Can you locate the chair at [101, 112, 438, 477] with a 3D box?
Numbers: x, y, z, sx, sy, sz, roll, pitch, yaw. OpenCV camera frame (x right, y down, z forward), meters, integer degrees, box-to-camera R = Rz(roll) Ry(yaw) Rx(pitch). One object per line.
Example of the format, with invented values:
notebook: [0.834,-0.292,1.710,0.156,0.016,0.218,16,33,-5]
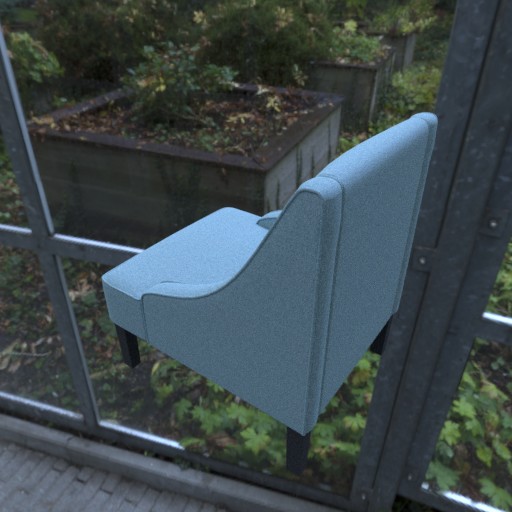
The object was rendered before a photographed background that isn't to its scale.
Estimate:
chair: [0.000,0.000,1.831,1.025,1.133,0.857,21,38,30]
